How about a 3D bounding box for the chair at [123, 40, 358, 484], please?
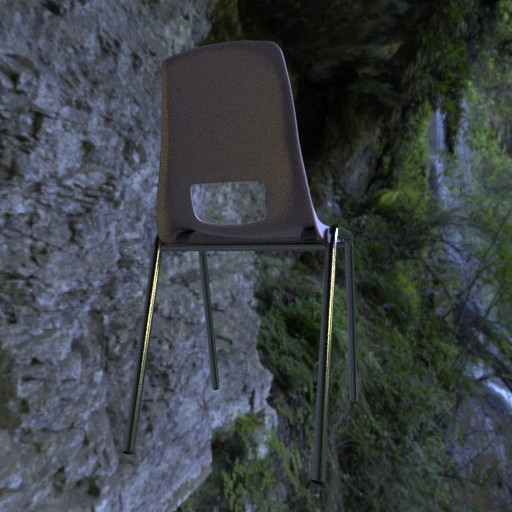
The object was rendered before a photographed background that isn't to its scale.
[{"bbox_3d":[0.000,0.000,0.931,0.381,0.704,0.436,0,-1,18],"label":"chair"}]
